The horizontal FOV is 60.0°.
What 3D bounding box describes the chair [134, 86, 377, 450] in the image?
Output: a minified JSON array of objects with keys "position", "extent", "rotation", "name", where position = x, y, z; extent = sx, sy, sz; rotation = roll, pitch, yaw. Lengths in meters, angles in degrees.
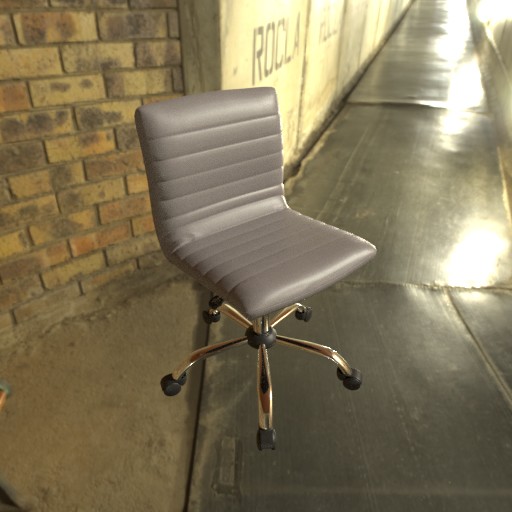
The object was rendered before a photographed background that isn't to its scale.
[{"position":[0.000,0.000,1.142],"extent":[0.569,0.750,0.542],"rotation":[-22,38,-32],"name":"chair"}]
